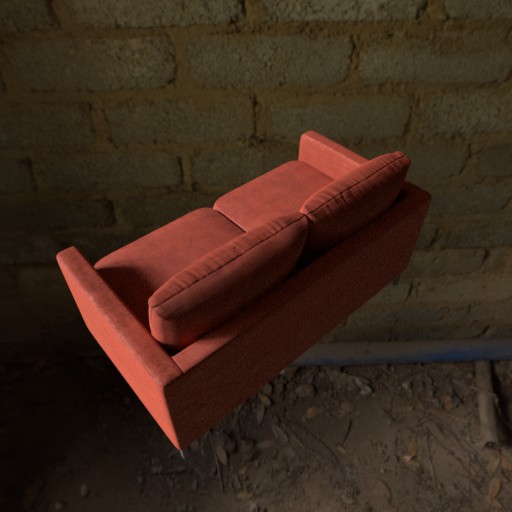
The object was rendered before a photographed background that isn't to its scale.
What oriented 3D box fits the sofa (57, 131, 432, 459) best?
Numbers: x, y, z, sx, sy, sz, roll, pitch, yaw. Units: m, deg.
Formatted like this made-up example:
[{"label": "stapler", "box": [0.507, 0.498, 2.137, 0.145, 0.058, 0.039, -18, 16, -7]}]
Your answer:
[{"label": "sofa", "box": [0.000, 0.000, 2.175, 1.574, 0.896, 0.864, -33, 54, -27]}]
